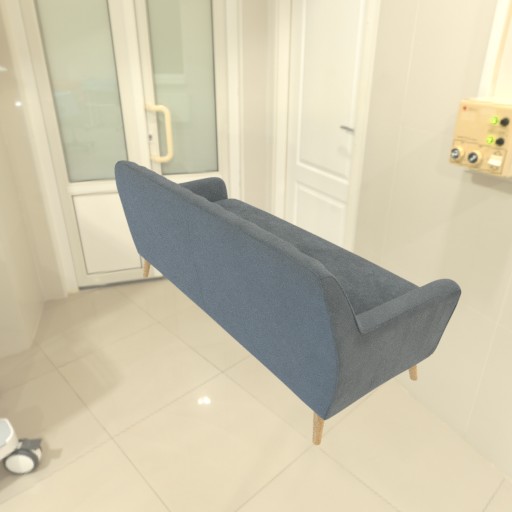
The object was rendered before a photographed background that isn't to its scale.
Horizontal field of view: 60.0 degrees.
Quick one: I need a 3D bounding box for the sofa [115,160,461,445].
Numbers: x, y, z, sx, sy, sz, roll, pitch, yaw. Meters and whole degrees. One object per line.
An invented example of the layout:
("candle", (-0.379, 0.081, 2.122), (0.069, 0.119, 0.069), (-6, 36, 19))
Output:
("sofa", (0.000, 0.000, 2.450), (0.841, 0.832, 1.975), (-18, 32, -32))
